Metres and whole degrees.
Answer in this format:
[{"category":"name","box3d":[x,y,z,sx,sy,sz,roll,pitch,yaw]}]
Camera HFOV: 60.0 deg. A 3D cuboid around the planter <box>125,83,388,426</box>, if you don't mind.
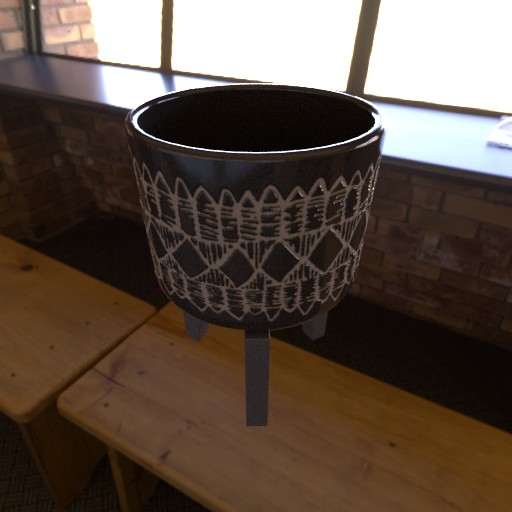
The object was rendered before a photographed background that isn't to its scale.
[{"category":"planter","box3d":[0.000,0.000,0.410,0.196,0.264,0.196,0,33,-1]}]
